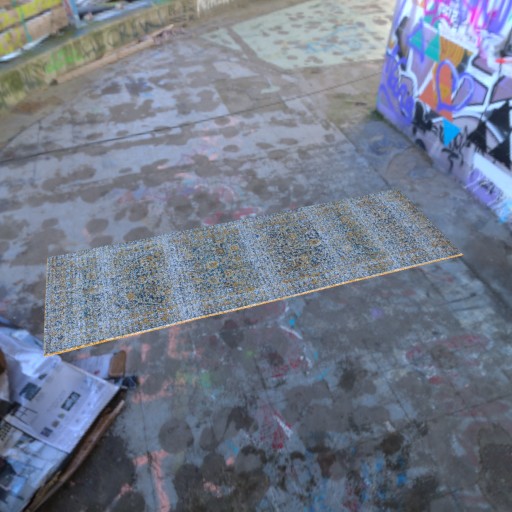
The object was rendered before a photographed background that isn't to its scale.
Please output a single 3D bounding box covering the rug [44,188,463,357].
[{"bbox_3d":[0.000,0.000,2.551,2.294,0.014,0.704,-12,44,-13],"label":"rug"}]
